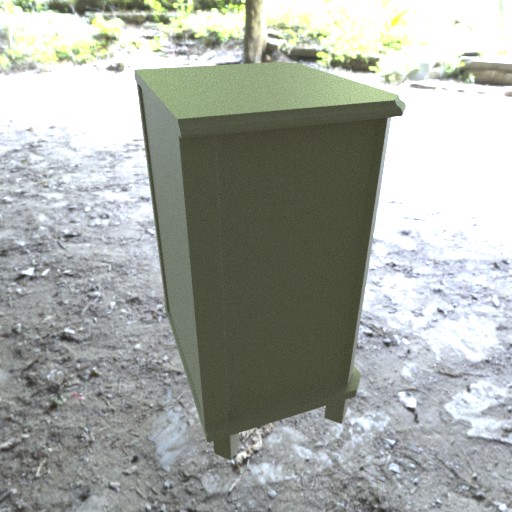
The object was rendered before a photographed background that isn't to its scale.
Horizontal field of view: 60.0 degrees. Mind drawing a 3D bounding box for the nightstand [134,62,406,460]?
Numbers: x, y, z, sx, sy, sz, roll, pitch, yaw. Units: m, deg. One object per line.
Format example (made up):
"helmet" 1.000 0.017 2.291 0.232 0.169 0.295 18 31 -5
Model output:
"nightstand" 0.000 0.000 0.917 0.351 0.681 0.435 -11 33 -17
